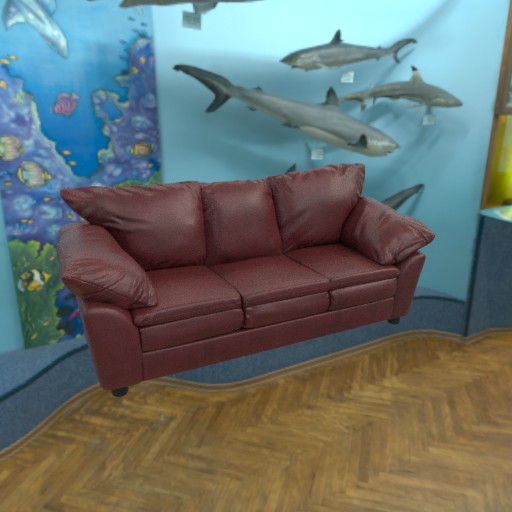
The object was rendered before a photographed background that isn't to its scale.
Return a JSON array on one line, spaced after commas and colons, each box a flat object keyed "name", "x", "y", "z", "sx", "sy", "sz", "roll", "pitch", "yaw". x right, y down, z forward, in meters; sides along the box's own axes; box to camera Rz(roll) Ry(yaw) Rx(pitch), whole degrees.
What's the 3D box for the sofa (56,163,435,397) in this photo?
[{"name": "sofa", "x": 0.000, "y": 0.000, "z": 2.911, "sx": 2.390, "sy": 1.091, "sz": 0.907, "roll": -8, "pitch": 18, "yaw": -26}]
